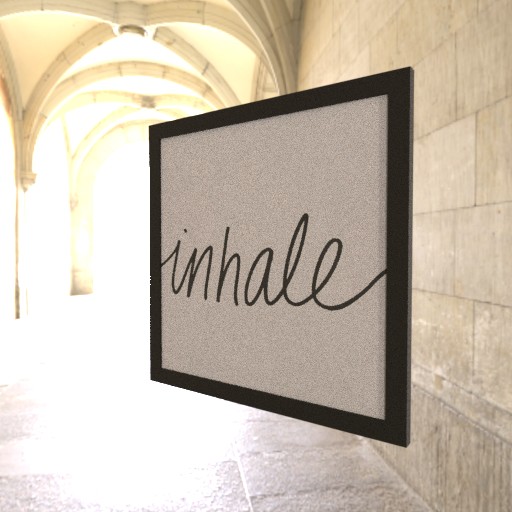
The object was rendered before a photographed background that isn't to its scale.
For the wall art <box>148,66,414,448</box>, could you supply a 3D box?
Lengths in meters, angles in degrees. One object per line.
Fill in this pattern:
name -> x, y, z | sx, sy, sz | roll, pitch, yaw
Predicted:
wall art -> 0.000, 0.000, 0.520 | 0.356, 0.356, 0.013 | 1, 2, 35
